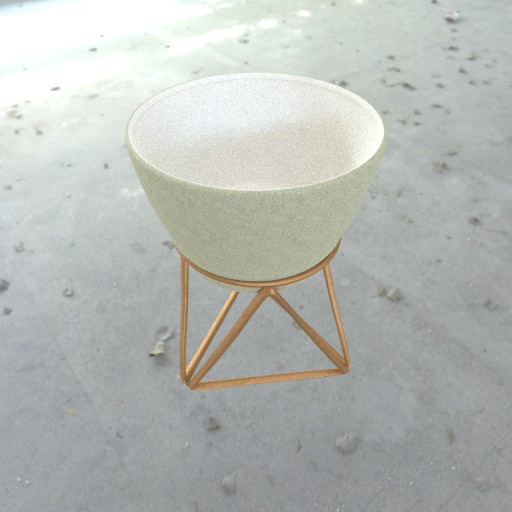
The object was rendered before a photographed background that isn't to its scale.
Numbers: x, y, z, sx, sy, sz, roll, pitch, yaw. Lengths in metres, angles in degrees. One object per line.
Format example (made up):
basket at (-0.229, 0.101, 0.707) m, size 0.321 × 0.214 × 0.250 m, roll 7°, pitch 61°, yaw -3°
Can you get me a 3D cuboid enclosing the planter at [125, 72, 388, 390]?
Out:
planter at (0.000, 0.000, 0.772) m, size 0.350 × 0.504 × 0.350 m, roll -27°, pitch 49°, yaw -27°
